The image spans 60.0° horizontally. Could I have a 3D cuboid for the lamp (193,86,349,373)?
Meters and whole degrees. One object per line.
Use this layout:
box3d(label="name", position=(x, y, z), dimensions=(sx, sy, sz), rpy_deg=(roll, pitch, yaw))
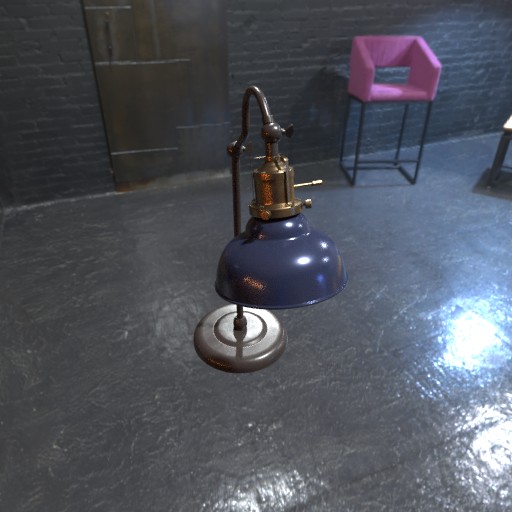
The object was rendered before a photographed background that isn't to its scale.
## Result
box3d(label="lamp", position=(0.000, 0.000, 0.697), dimensions=(0.192, 0.508, 0.374), rpy_deg=(-11, 35, -17))
